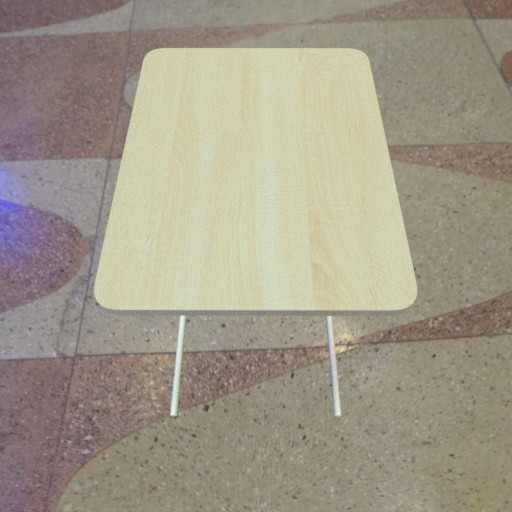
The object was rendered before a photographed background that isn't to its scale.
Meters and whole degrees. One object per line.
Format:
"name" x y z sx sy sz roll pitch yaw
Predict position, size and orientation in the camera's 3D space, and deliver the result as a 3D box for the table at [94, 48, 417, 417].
"table" 0.000 0.000 0.851 0.370 0.550 0.480 0 58 0
